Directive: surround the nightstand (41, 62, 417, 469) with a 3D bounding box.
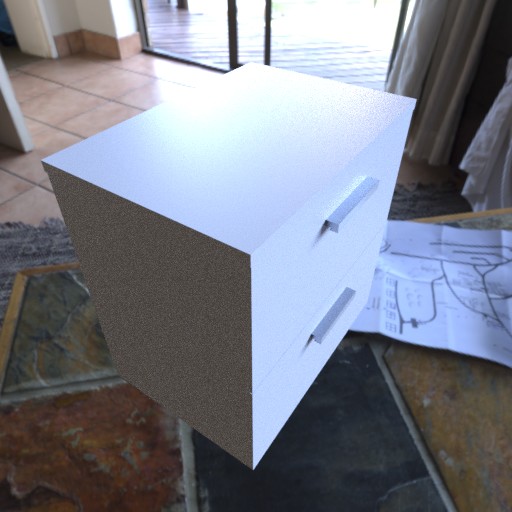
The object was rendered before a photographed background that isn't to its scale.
[{"bbox_3d":[0.000,0.000,0.751,0.325,0.460,0.441,24,46,25],"label":"nightstand"}]
